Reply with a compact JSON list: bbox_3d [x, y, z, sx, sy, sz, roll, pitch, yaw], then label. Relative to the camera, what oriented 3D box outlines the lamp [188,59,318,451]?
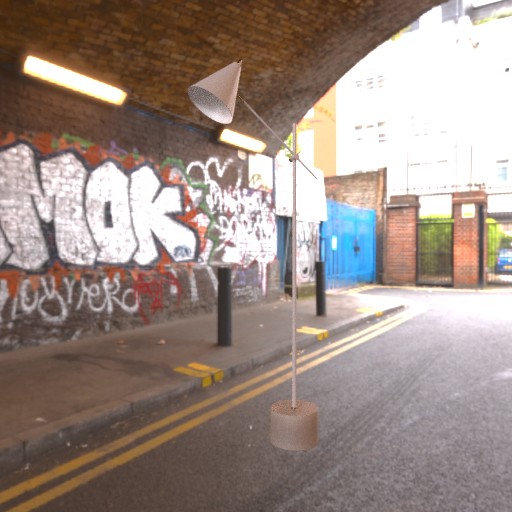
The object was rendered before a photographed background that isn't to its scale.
[{"bbox_3d":[0.000,0.000,1.647,0.508,1.430,0.223,0,1,-17],"label":"lamp"}]
